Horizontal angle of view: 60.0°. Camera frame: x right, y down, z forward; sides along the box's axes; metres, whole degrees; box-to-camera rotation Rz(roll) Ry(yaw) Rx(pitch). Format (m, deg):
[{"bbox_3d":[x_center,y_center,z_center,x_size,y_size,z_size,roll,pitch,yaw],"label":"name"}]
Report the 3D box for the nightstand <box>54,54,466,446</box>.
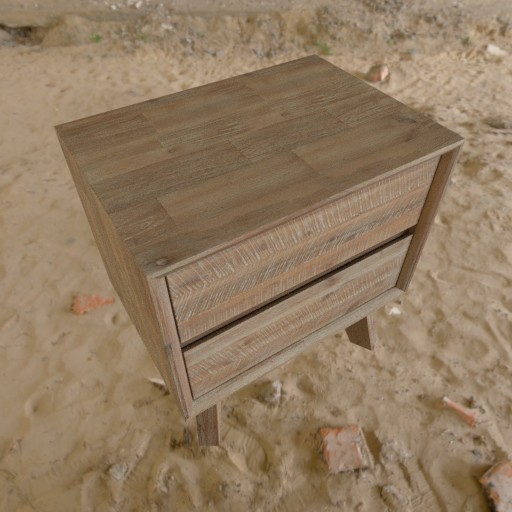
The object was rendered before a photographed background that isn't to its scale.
[{"bbox_3d":[0.000,0.000,0.941,0.552,0.589,0.396,-25,51,-22],"label":"nightstand"}]
